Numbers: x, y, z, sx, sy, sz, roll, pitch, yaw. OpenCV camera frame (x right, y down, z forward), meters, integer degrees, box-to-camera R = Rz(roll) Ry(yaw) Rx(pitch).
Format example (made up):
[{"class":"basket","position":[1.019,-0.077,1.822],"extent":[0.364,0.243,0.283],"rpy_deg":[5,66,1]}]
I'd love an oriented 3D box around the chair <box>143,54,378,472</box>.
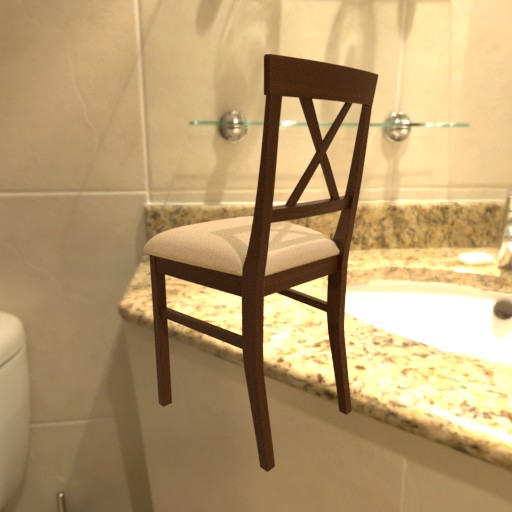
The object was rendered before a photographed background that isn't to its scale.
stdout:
[{"class":"chair","position":[0.000,0.000,1.198],"extent":[0.440,0.913,0.480],"rpy_deg":[-14,20,-43]}]
